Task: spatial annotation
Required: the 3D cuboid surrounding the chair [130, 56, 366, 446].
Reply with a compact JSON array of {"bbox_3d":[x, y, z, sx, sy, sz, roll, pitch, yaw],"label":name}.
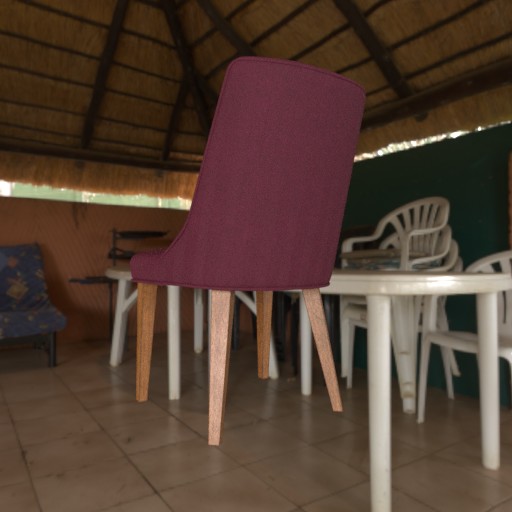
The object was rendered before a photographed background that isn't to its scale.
[{"bbox_3d":[0.000,0.000,1.307,0.548,0.916,0.638,0,-1,-35],"label":"chair"}]
